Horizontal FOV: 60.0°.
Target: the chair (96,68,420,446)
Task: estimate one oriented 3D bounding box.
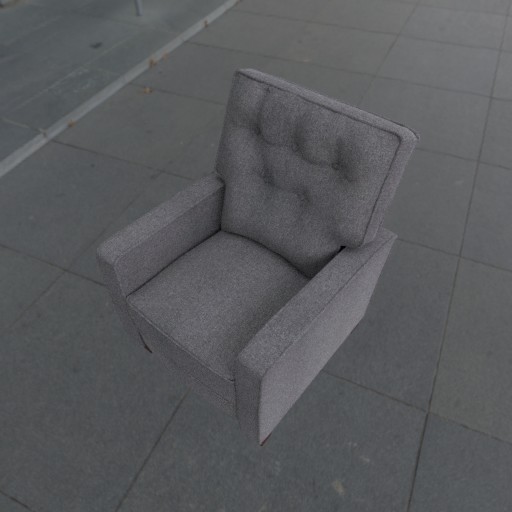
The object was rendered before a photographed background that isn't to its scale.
[{"bbox_3d":[0.000,0.000,1.418,0.650,0.889,0.775,31,55,25],"label":"chair"}]
